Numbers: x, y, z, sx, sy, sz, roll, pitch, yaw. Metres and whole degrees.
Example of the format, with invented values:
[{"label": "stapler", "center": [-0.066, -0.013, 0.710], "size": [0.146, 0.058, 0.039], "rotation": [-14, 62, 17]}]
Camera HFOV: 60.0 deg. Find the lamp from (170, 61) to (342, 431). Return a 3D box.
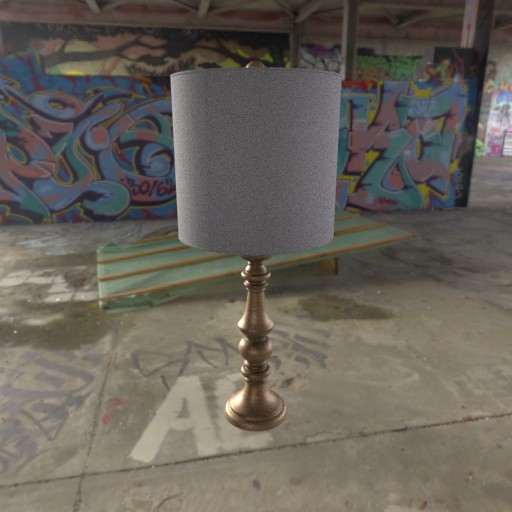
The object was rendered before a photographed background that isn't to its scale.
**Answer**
[{"label": "lamp", "center": [0.000, 0.000, 0.736], "size": [0.250, 0.597, 0.250], "rotation": [3, 17, 9]}]
